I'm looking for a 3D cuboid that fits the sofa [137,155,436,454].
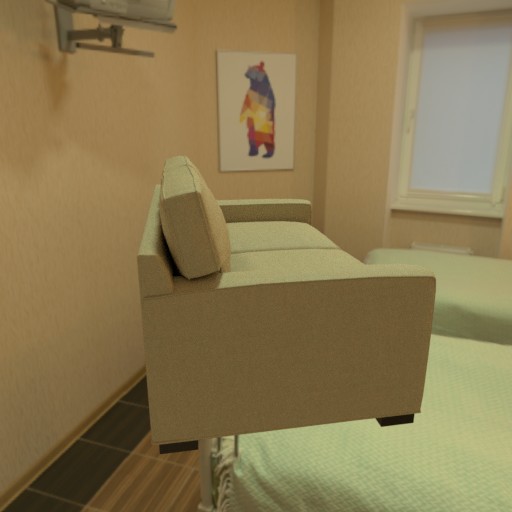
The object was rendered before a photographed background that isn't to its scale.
[{"bbox_3d":[0.000,0.000,2.064,0.942,0.853,1.484,-3,17,-10],"label":"sofa"}]
